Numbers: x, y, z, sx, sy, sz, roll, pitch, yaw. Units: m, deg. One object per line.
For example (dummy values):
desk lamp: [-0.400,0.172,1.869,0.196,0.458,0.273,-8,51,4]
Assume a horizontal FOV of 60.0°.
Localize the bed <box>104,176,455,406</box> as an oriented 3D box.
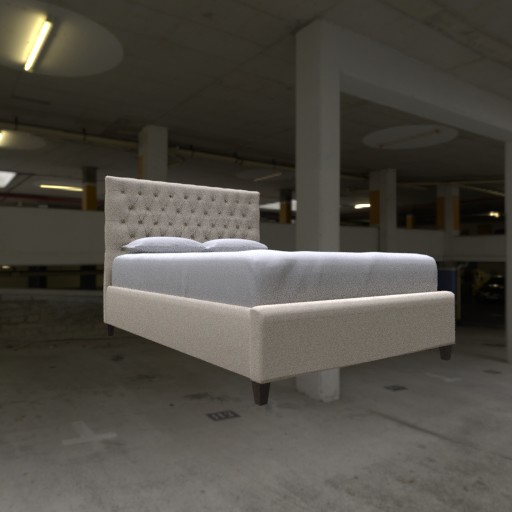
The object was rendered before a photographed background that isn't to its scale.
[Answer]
bed: [0.000,0.000,3.518,1.698,1.427,2.387,0,0,-36]
